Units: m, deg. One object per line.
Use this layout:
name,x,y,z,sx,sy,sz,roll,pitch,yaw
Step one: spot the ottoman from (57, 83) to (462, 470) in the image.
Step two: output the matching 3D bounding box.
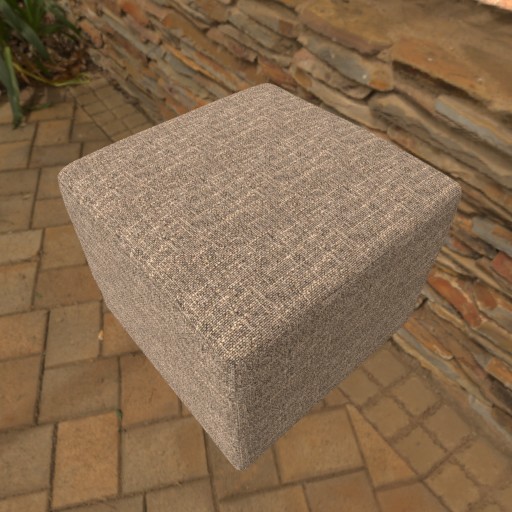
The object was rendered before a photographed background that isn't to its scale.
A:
ottoman,0.000,0.000,0.897,0.521,0.453,0.512,-33,55,-26
